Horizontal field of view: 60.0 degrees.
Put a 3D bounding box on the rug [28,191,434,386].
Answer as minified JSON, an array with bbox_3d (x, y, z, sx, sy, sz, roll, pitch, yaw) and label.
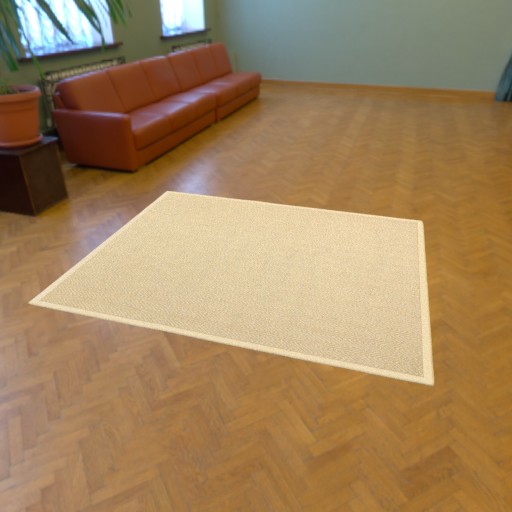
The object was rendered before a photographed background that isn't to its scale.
[{"bbox_3d":[0.000,0.000,4.098,3.009,0.019,2.423,8,31,14],"label":"rug"}]
